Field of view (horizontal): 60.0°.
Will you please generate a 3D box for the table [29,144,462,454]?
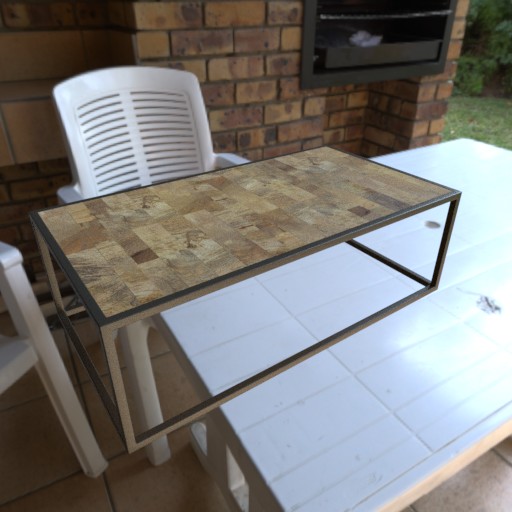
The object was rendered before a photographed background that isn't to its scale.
[{"bbox_3d":[0.000,0.000,1.486,1.199,0.398,0.649,-20,36,-30],"label":"table"}]
